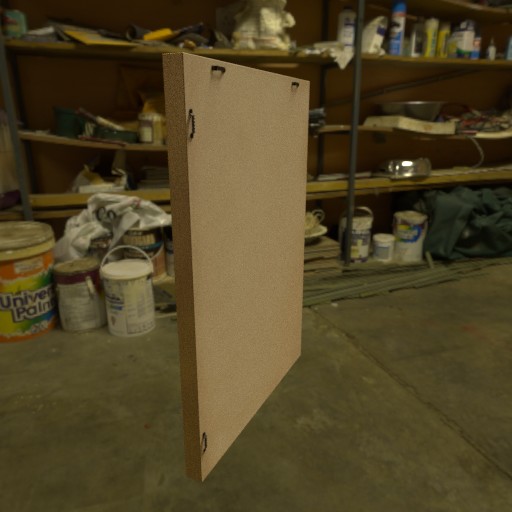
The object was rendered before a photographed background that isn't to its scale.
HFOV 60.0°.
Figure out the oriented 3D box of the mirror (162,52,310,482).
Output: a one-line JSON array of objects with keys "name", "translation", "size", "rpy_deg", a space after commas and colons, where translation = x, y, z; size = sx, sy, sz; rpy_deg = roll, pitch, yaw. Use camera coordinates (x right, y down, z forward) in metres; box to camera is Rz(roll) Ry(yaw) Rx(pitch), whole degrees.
[{"name": "mirror", "translation": [0.000, 0.000, 0.918], "size": [0.039, 0.710, 0.507], "rpy_deg": [8, 19, 25]}]
